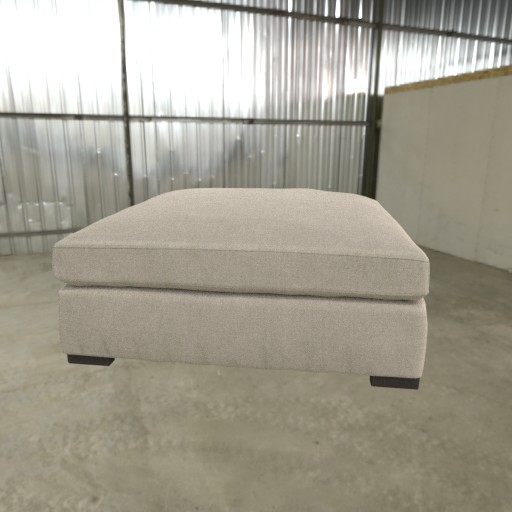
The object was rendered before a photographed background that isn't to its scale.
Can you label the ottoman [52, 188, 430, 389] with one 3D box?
[{"bbox_3d":[0.000,0.000,1.889,1.203,0.517,1.171,2,15,8],"label":"ottoman"}]
